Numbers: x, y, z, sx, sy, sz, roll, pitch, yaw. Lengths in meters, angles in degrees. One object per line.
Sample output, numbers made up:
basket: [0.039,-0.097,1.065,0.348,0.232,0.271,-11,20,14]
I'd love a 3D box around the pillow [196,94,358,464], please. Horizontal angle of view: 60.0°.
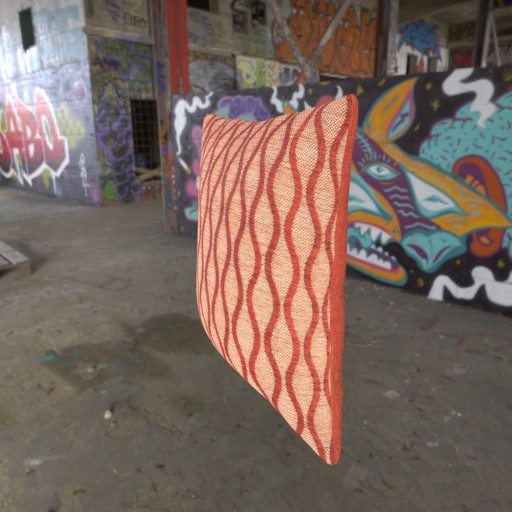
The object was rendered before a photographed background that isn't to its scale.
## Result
pillow: [0.000,0.000,0.672,0.159,0.434,0.429,-8,17,-25]
